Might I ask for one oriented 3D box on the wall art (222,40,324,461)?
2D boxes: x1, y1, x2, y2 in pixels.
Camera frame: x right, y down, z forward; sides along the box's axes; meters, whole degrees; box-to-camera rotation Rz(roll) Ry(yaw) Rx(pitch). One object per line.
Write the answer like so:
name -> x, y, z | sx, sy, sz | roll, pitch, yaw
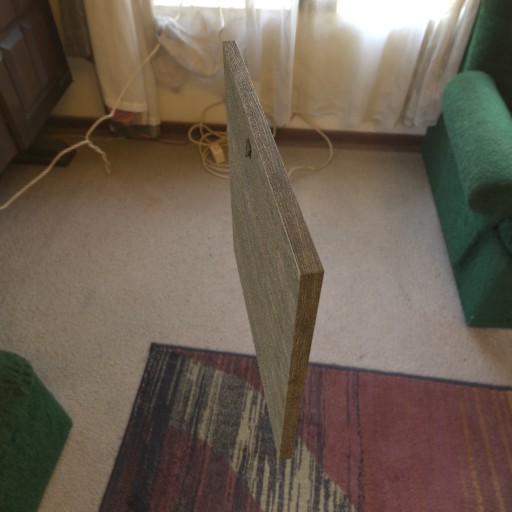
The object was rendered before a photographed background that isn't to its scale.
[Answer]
wall art -> 0.000, 0.000, 0.682 | 0.027, 0.459, 0.462 | -8, 48, -7
